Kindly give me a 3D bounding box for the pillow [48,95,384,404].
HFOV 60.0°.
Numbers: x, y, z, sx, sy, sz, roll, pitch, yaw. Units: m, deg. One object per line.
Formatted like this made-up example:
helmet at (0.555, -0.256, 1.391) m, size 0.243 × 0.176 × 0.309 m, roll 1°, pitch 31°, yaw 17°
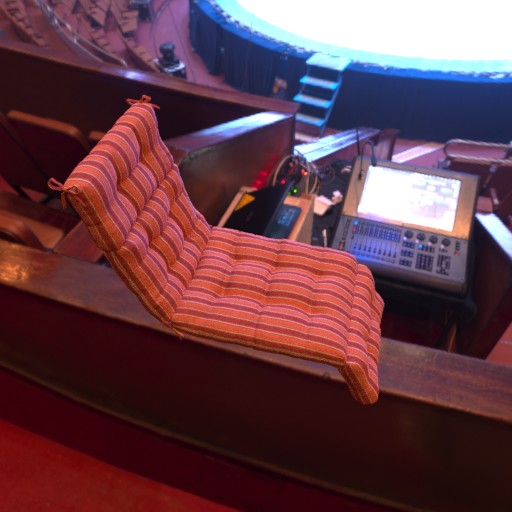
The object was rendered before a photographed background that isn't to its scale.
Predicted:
pillow at (0.000, 0.000, 1.544) m, size 1.016 × 0.863 × 0.526 m, roll 10°, pitch 48°, yaw 9°
